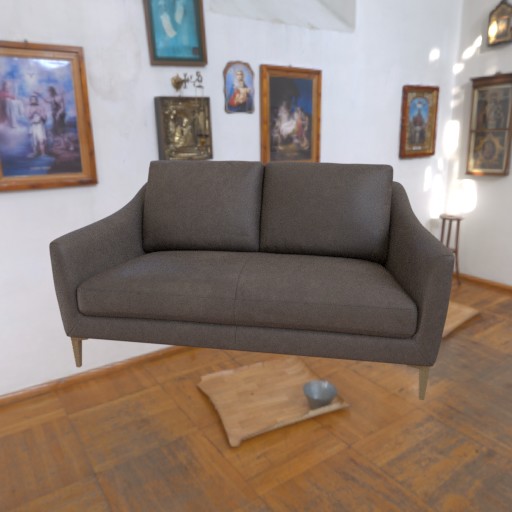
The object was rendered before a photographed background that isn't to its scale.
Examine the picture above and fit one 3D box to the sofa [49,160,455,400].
[{"bbox_3d":[0.000,0.000,2.192,1.619,0.902,0.960,3,14,10],"label":"sofa"}]
